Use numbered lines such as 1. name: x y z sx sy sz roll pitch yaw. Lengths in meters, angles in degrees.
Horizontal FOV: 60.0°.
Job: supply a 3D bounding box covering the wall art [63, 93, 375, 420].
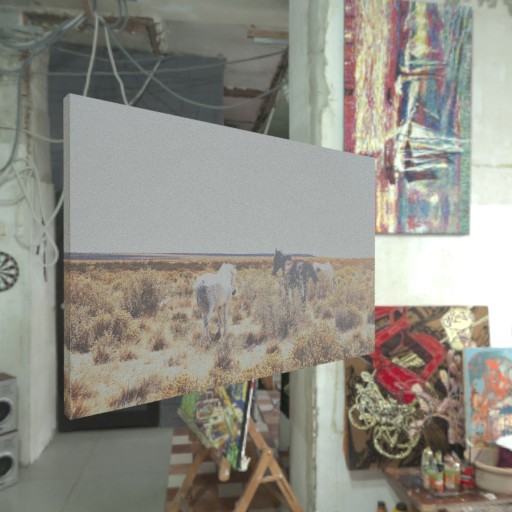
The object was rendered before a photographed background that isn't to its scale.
1. wall art: 0.000 0.000 1.400 1.138 0.761 0.051 0 0 -38
